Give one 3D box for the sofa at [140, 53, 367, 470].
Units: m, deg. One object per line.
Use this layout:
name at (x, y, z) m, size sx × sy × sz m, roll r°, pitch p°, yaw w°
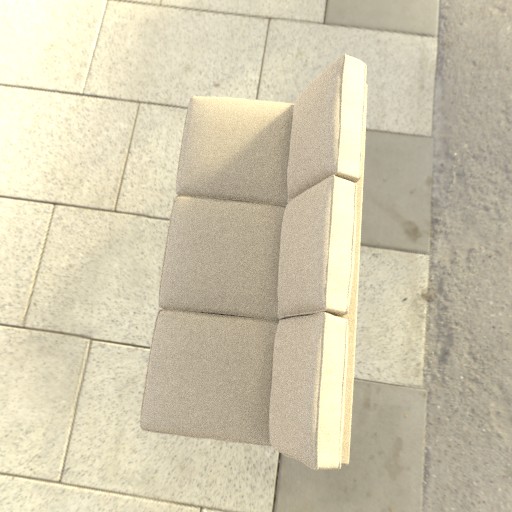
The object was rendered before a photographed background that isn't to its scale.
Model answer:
sofa at (0.000, 0.000, 2.458) m, size 1.027 × 0.973 × 1.962 m, roll 6°, pitch 76°, yaw 1°
